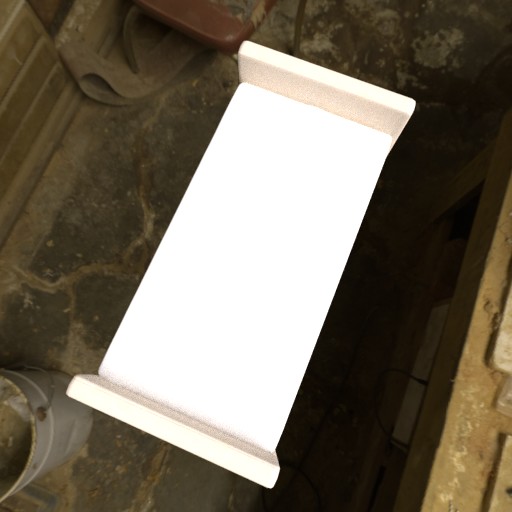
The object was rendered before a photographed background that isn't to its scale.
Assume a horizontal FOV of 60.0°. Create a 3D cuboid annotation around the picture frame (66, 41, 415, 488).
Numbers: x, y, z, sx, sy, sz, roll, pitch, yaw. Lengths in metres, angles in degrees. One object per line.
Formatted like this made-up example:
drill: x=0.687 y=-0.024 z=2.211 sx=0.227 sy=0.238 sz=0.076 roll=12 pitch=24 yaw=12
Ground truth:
picture frame: x=0.000 y=0.000 z=2.712 sx=1.069 sy=0.891 sz=2.161 roll=22 pitch=76 yaw=6
